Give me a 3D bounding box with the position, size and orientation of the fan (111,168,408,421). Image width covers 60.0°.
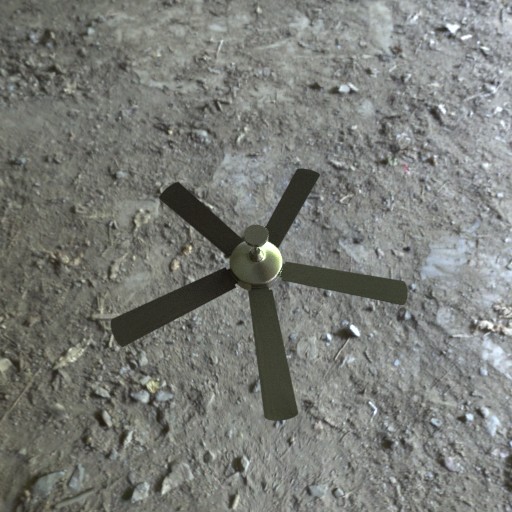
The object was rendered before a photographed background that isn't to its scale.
[{"bbox_3d":[0.000,0.000,2.026,1.321,0.356,1.321,32,64,18],"label":"fan"}]
